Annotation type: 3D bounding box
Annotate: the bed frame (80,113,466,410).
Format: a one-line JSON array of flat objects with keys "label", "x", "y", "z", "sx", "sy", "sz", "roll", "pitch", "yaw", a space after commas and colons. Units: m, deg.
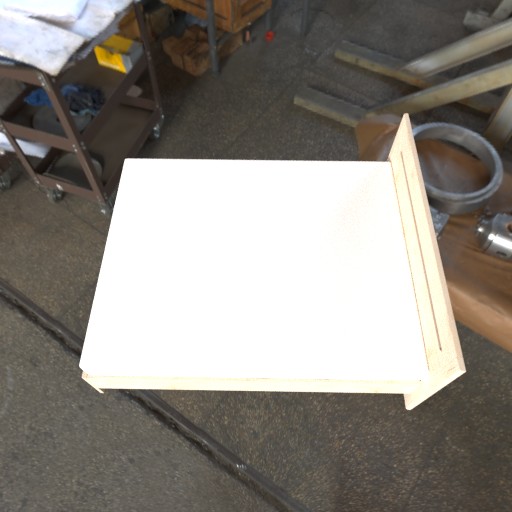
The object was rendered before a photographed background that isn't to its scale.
[{"label": "bed frame", "x": 0.000, "y": 0.000, "z": 3.012, "sx": 2.080, "sy": 0.900, "sz": 1.800, "roll": 1, "pitch": 60, "yaw": 0}]
